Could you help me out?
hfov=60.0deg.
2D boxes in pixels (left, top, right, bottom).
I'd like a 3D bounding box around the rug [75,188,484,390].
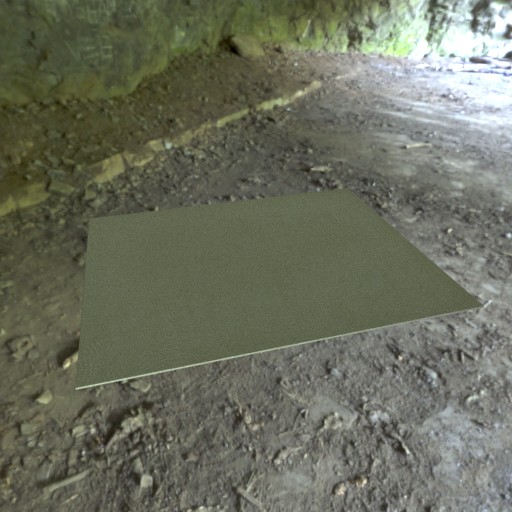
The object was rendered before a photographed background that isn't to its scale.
[{"bbox_3d":[0.000,0.000,3.502,2.584,0.011,2.073,-8,33,-13],"label":"rug"}]
